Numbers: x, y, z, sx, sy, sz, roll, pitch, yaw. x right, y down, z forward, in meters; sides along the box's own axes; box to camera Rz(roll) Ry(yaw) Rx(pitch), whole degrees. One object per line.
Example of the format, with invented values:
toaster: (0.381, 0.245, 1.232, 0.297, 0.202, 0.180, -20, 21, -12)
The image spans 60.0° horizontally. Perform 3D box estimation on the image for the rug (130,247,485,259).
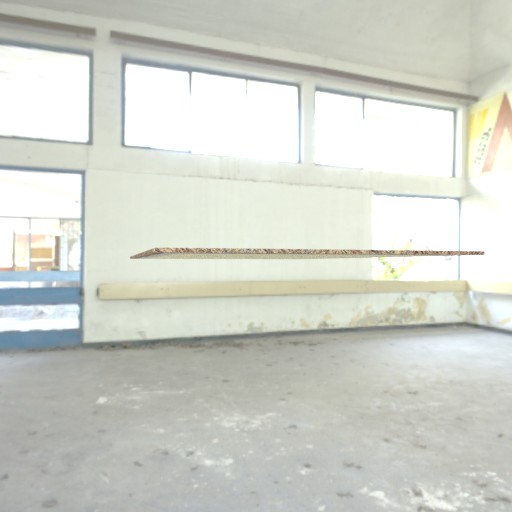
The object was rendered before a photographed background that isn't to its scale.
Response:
rug: (0.000, 0.000, 2.929, 1.523, 0.019, 2.285, 0, -1, -18)
